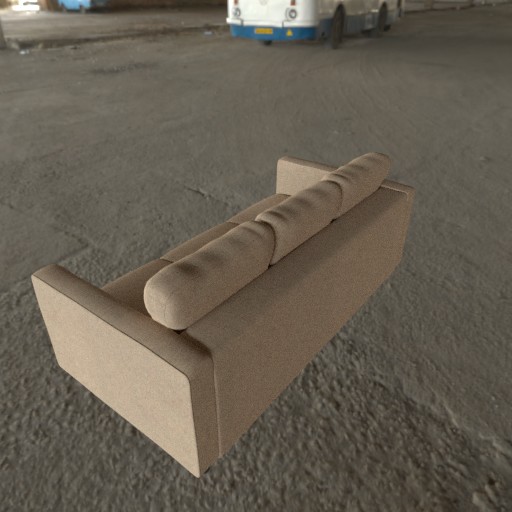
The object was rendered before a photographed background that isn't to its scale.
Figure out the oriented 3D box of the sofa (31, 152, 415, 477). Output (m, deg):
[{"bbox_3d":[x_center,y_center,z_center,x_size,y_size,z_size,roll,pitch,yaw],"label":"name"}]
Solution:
[{"bbox_3d":[0.000,0.000,2.289,0.930,0.800,1.855,22,38,31],"label":"sofa"}]
